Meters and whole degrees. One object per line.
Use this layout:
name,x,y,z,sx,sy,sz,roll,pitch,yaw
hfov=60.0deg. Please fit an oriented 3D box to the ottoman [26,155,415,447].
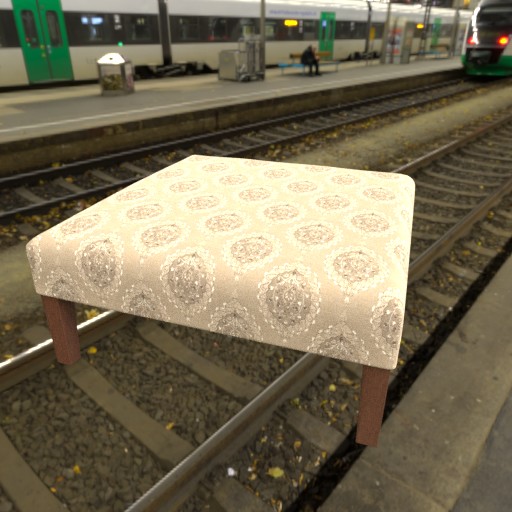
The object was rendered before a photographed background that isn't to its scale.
ottoman,0.000,0.000,1.384,0.889,0.411,0.890,9,28,17
